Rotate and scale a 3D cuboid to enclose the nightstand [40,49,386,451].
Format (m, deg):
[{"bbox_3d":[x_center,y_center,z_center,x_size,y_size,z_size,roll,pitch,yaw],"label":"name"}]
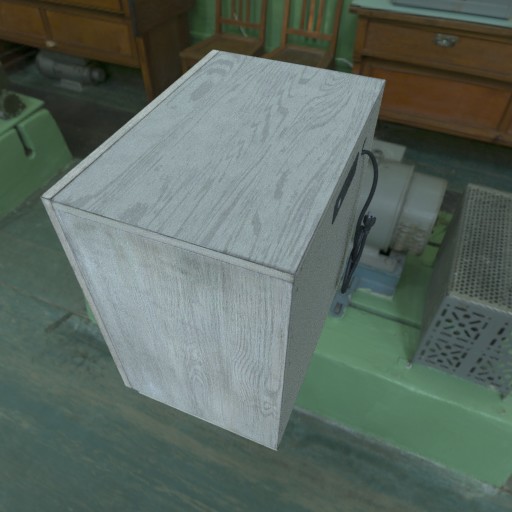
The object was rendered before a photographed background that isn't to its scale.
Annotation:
[{"bbox_3d":[0.000,0.000,1.067,0.483,0.673,0.612,17,49,15],"label":"nightstand"}]
